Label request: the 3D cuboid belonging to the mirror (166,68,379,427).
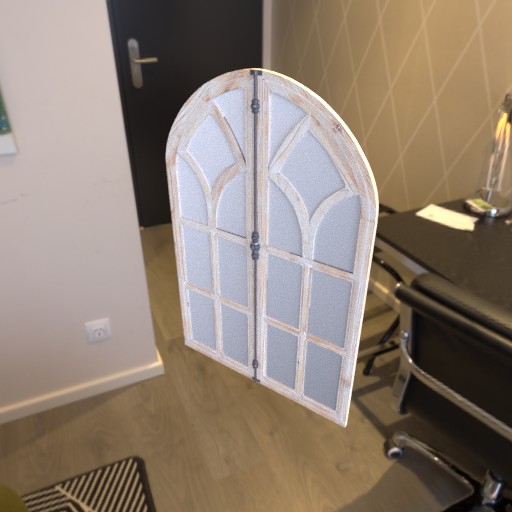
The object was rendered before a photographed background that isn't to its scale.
[{"bbox_3d":[0.000,0.000,1.171,0.609,0.915,0.032,19,35,30],"label":"mirror"}]
